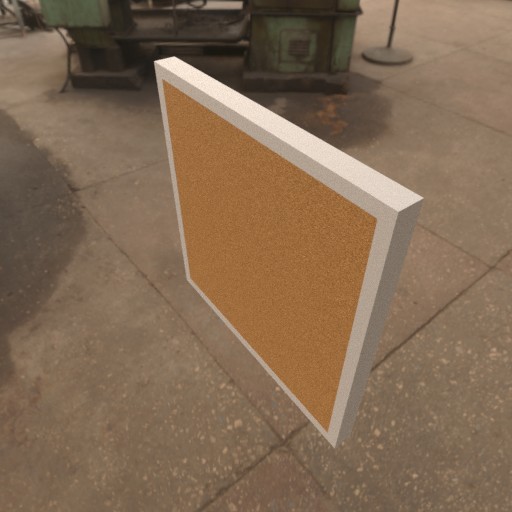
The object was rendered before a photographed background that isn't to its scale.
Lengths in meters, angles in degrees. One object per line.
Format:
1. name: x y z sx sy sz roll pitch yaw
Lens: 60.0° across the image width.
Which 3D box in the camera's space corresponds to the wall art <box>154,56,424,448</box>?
1. wall art: 0.000 0.000 0.752 0.038 0.508 0.507 -27 49 -26
